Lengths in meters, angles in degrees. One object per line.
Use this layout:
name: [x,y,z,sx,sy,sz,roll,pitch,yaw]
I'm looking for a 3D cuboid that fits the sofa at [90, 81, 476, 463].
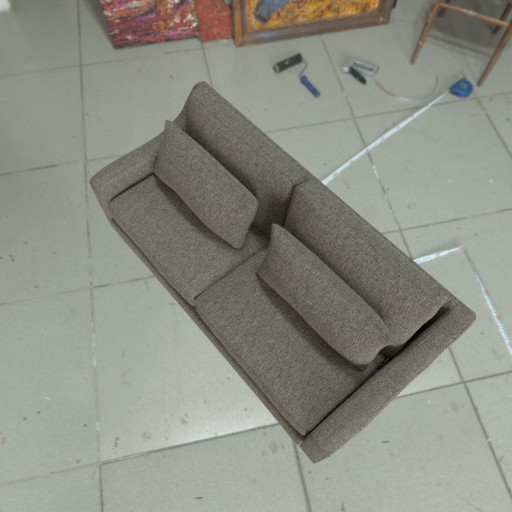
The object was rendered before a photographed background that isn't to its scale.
sofa: [0.000,0.000,2.934,1.103,0.998,2.418,-38,69,-17]
